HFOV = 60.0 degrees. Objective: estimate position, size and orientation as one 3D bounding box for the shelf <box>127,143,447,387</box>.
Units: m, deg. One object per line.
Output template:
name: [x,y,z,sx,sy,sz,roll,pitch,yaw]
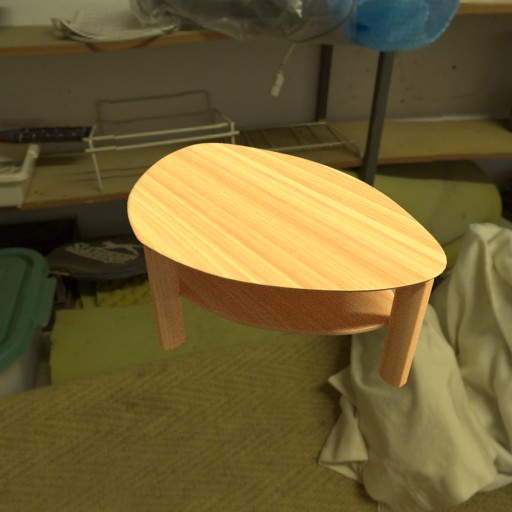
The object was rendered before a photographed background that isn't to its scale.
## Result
shelf: [0.000,0.000,1.620,0.845,0.440,1.246,-22,39,-30]
